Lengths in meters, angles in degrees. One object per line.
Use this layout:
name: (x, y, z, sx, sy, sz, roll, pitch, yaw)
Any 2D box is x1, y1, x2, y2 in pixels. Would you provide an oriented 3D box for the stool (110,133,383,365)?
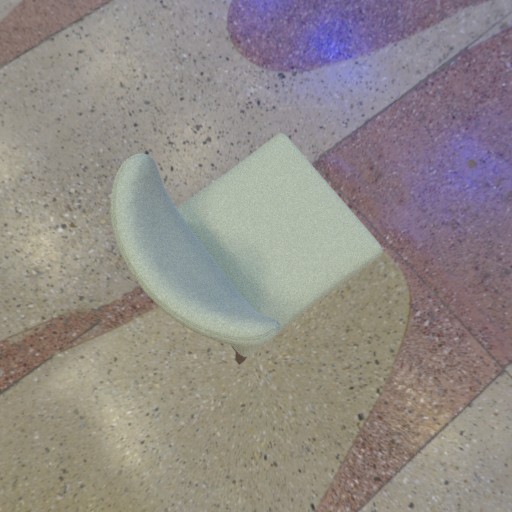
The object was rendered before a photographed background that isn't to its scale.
stool: (0.000, 0.000, 1.376, 0.568, 1.069, 0.479, -37, 79, -8)
